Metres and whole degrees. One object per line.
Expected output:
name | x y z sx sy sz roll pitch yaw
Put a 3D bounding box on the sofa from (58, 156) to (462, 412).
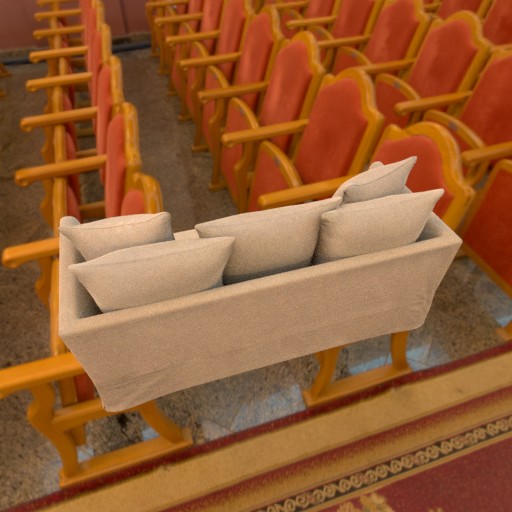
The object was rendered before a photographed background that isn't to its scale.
sofa | 0.000 0.000 2.854 2.290 1.034 1.031 -12 43 -13
